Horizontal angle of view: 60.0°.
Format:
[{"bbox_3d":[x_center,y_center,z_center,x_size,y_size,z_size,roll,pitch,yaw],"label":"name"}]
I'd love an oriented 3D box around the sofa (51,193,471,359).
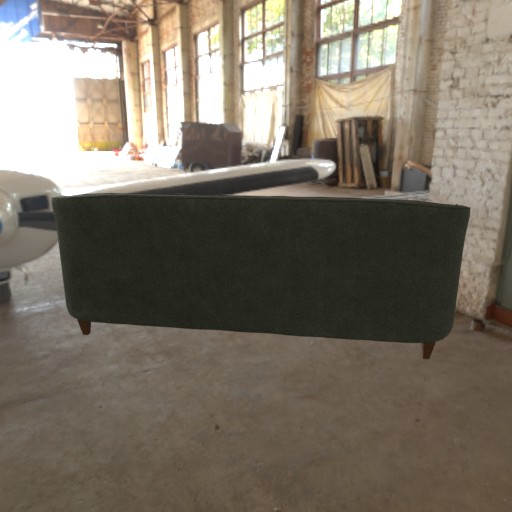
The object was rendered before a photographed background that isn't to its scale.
[{"bbox_3d":[0.000,0.000,2.733,2.278,0.855,0.941,2,16,8],"label":"sofa"}]
